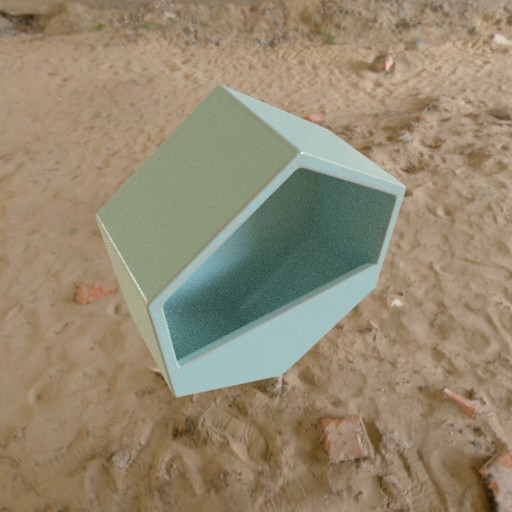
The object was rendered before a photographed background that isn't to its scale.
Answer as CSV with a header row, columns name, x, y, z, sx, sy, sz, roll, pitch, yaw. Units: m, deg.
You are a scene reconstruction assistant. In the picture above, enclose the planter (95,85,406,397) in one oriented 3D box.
name,x,y,z,sx,sy,sz,roll,pitch,yaw
planter,0.000,0.000,0.296,0.169,0.207,0.078,-25,52,-21
